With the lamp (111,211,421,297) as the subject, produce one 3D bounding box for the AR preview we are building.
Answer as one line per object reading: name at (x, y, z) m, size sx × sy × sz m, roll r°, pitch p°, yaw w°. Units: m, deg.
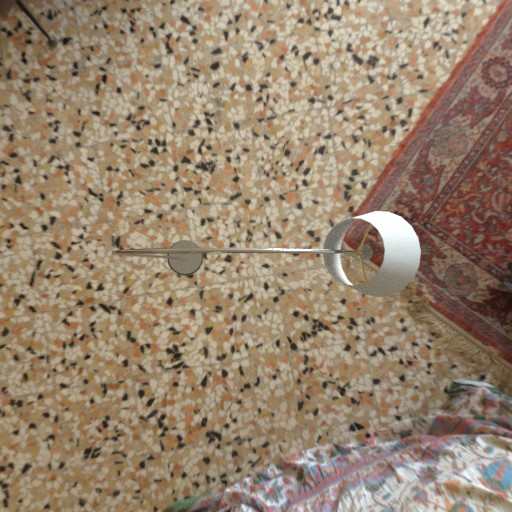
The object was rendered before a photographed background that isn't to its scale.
lamp at (0.000, 0.000, 2.659) m, size 1.445 × 2.098 × 0.406 m, roll 0°, pitch 89°, yaw -1°
